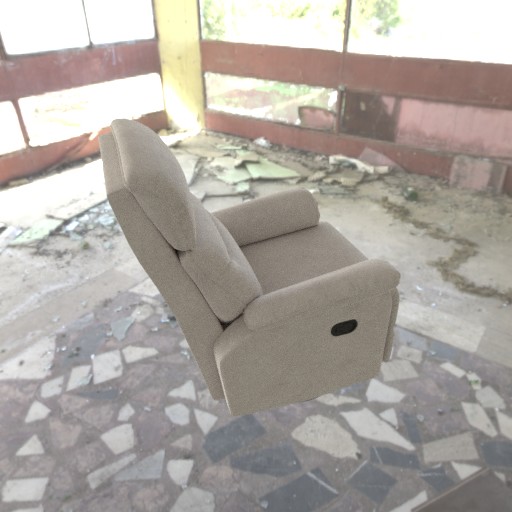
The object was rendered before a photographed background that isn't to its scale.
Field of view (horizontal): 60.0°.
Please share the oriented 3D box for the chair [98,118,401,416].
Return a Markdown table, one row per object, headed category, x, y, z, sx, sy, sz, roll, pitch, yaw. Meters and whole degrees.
| category | x | y | z | sx | sy | sz | roll | pitch | yaw |
| --- | --- | --- | --- | --- | --- | --- | --- | --- | --- |
| chair | 0.000 | 0.000 | 1.726 | 1.001 | 1.039 | 0.820 | -10 | 33 | -16 |
